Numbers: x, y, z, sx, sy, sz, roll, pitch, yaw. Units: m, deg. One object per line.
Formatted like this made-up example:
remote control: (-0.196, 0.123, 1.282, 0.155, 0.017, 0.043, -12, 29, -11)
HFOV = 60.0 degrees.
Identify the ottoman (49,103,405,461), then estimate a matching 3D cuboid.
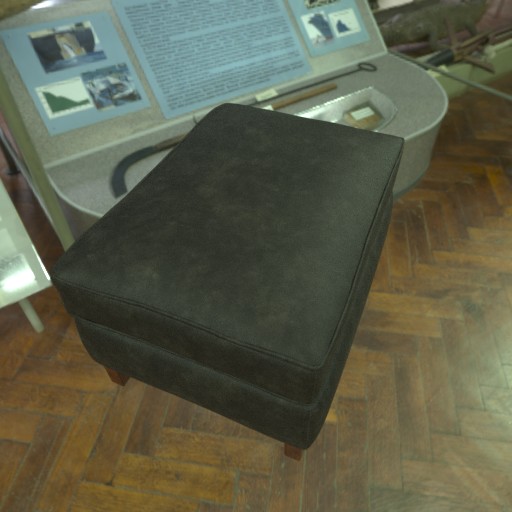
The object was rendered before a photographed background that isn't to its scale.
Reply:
ottoman: (0.000, 0.000, 0.969, 0.501, 0.413, 0.665, 17, 47, 16)
